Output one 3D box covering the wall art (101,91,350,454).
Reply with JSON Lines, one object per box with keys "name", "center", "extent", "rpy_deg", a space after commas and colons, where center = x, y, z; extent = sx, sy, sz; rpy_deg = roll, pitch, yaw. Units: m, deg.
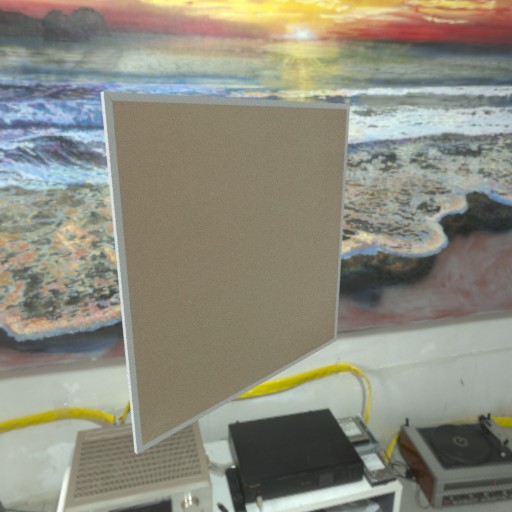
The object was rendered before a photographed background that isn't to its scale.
{"name": "wall art", "center": [0.000, 0.000, 0.684], "extent": [0.007, 0.456, 0.456], "rpy_deg": [16, 23, 43]}
